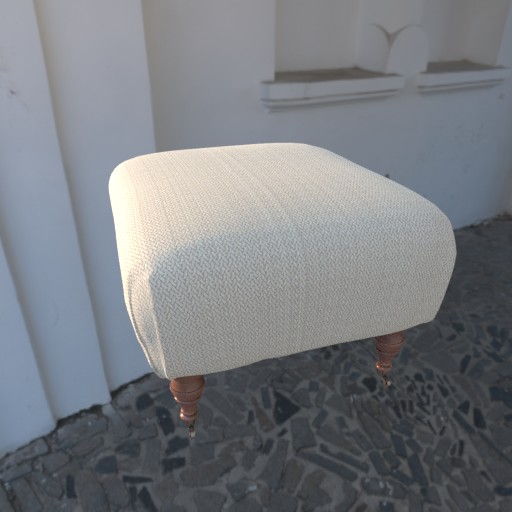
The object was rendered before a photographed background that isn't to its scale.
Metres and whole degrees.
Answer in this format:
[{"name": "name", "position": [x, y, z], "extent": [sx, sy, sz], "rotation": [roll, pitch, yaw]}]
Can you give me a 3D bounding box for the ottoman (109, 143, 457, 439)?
[{"name": "ottoman", "position": [0.000, 0.000, 1.060], "extent": [0.622, 0.447, 0.684], "rotation": [-9, 27, -17]}]
